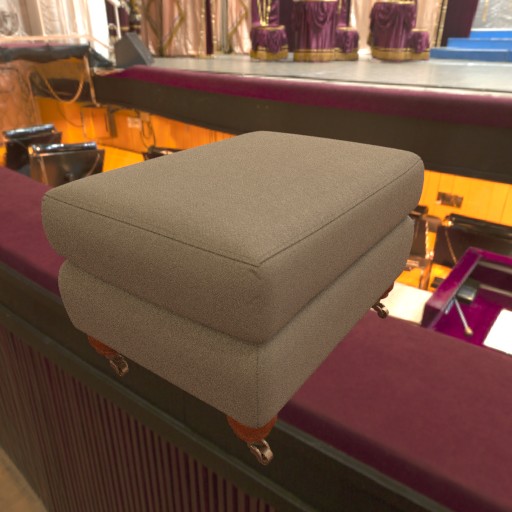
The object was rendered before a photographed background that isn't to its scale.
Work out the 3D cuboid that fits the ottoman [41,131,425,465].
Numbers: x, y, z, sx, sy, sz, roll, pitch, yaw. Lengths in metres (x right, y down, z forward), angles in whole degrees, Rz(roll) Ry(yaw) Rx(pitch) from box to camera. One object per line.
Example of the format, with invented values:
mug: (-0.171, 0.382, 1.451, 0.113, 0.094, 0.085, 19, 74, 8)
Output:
ottoman: (0.000, 0.000, 1.102, 0.569, 0.499, 0.773, 18, 32, 32)
